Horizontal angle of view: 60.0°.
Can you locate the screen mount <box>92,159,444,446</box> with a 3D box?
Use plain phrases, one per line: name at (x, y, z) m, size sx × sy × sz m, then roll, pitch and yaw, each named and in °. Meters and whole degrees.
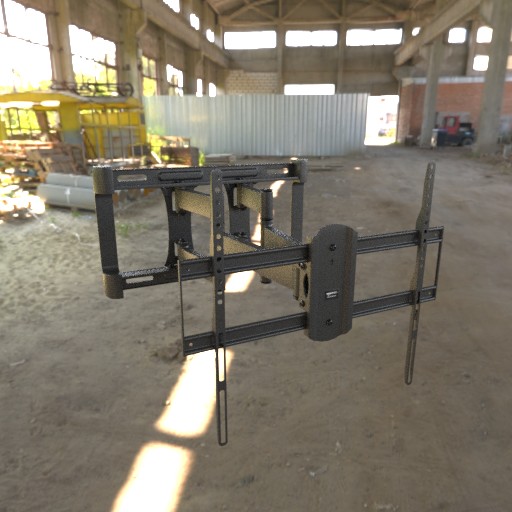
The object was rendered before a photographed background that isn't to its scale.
screen mount at (0.000, 0.000, 0.950) m, size 0.571 × 0.424 × 0.556 m, roll -8°, pitch 18°, yaw -25°
